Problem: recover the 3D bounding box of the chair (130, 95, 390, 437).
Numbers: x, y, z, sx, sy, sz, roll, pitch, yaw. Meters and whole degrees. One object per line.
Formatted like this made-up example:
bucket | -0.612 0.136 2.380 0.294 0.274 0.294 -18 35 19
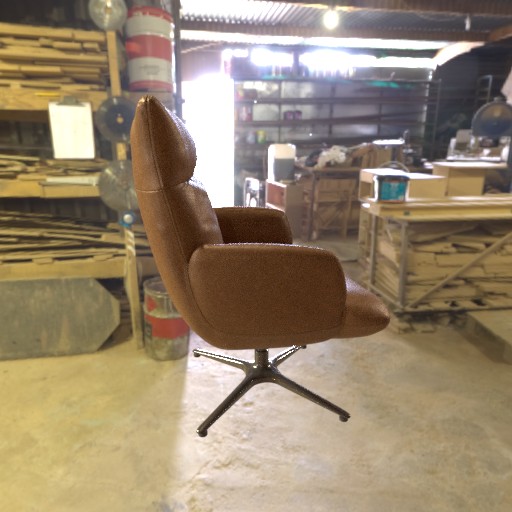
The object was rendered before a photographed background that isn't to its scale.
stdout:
chair | 0.000 0.000 1.563 0.794 1.027 0.711 -3 16 -9
